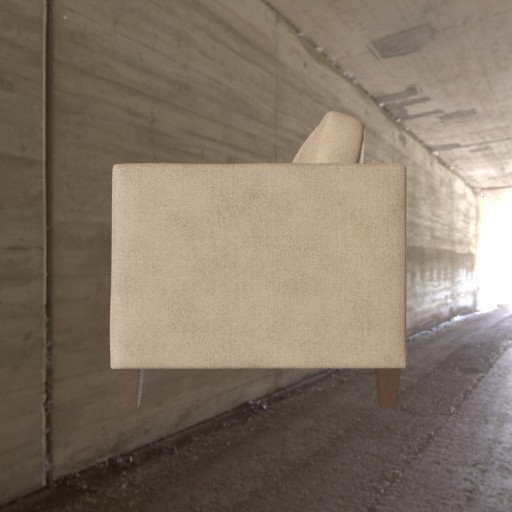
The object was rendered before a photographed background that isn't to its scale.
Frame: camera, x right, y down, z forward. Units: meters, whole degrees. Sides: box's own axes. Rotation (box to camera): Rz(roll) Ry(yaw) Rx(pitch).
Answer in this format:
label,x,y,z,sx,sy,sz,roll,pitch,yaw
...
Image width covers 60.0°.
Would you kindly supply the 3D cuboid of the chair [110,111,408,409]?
label,x,y,z,sx,sy,sz,roll,pitch,yaw
chair,0.000,0.000,1.908,0.959,0.961,1.133,0,0,0
